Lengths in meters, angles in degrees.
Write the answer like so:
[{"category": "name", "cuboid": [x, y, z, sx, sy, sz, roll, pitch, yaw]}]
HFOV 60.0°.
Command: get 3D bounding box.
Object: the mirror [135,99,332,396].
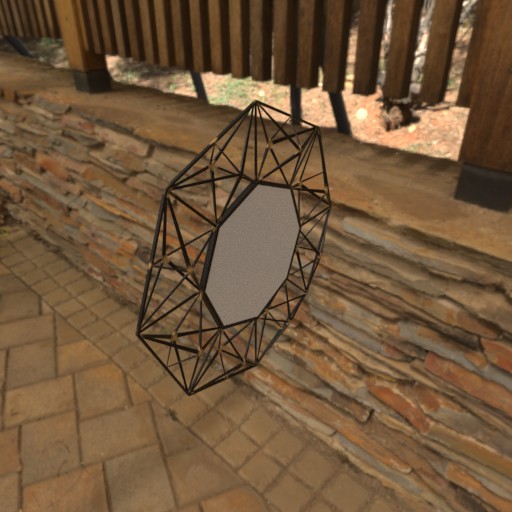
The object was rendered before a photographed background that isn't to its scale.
[{"category": "mirror", "cuboid": [0.000, 0.000, 1.047, 0.094, 0.710, 0.710, 22, 37, 32]}]
